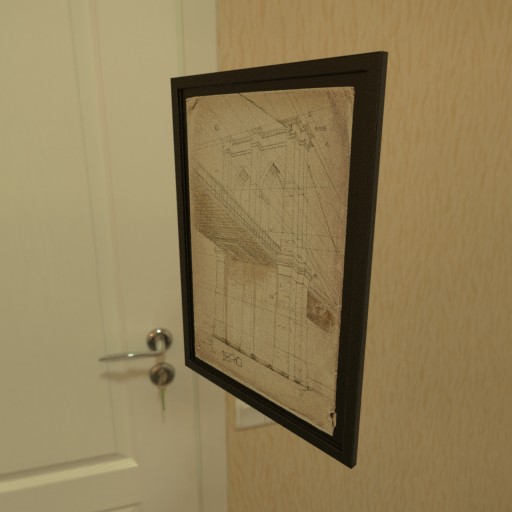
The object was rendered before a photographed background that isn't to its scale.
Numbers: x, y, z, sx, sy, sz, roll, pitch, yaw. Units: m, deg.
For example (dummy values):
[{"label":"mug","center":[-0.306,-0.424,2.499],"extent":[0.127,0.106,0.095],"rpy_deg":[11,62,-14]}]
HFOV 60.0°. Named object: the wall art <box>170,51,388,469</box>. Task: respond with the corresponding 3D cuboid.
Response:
[{"label":"wall art","center":[0.000,0.000,0.835],"extent":[0.016,0.657,0.480],"rpy_deg":[-16,22,-42]}]
